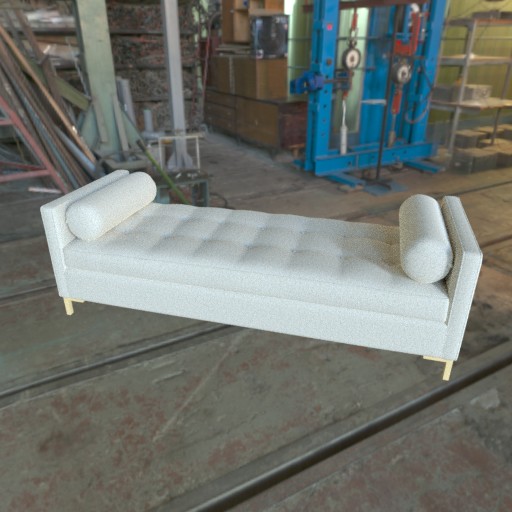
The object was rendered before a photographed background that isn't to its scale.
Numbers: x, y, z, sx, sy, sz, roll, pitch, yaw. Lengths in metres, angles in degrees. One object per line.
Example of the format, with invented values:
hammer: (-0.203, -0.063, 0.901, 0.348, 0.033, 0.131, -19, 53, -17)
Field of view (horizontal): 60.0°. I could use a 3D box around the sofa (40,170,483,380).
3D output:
sofa: (0.000, 0.000, 2.340, 1.985, 0.641, 0.746, 7, 27, 14)
